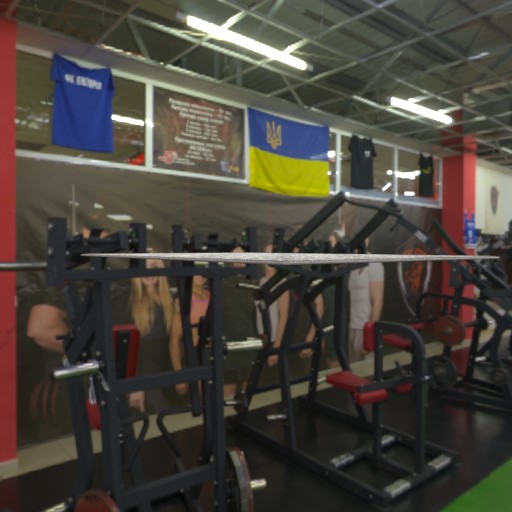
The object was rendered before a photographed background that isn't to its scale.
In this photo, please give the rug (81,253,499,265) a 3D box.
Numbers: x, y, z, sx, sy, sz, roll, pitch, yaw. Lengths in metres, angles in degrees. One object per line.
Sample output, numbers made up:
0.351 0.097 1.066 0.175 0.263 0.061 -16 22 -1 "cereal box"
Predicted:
0.000 0.000 2.268 1.224 0.012 1.847 -1 1 -37 "rug"
